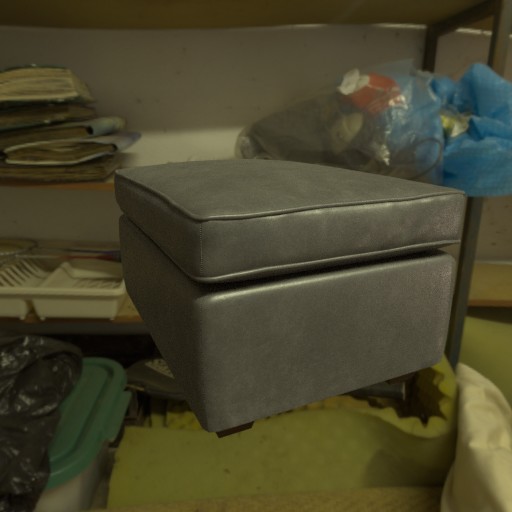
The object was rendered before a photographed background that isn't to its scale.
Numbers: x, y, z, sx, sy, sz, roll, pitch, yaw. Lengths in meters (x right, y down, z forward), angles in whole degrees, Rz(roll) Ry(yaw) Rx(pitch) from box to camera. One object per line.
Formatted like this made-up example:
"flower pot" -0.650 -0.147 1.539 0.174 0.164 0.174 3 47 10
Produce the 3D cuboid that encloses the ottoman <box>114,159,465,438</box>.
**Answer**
"ottoman" 0.000 0.000 1.094 0.554 0.445 0.756 -8 18 -24
